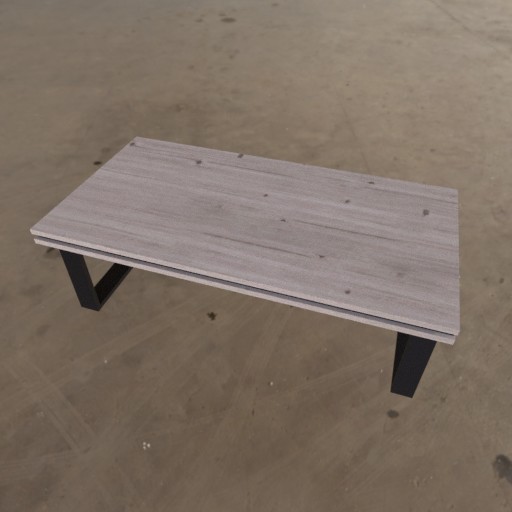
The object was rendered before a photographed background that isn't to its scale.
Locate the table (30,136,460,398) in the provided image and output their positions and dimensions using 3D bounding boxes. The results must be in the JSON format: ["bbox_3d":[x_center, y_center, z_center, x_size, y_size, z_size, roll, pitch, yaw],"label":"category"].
[{"bbox_3d":[0.000,0.000,1.710,1.350,0.450,0.700,12,43,14],"label":"table"}]
